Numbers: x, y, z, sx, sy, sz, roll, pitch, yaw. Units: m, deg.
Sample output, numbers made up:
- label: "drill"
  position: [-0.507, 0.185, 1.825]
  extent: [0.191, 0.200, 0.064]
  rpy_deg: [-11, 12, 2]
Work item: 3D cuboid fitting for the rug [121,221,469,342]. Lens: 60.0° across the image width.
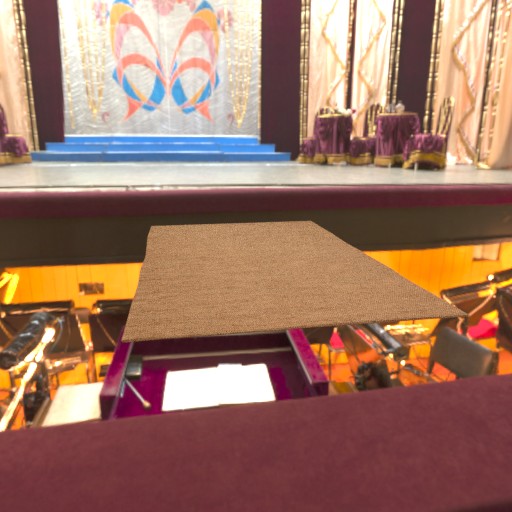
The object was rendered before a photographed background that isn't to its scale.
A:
- label: "rug"
  position: [0.000, 0.000, 3.038]
  extent: [1.533, 0.011, 2.439]
  rpy_deg: [-3, 15, -10]
